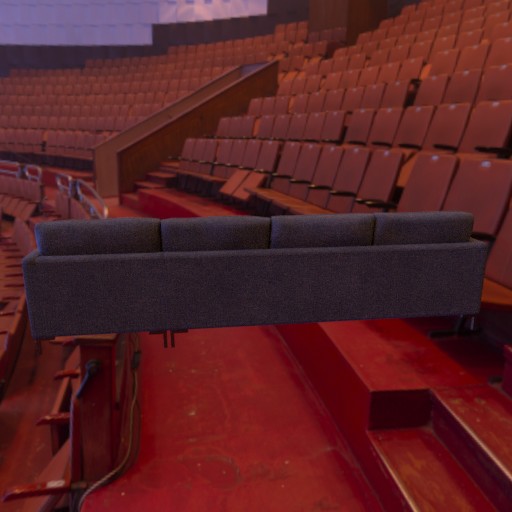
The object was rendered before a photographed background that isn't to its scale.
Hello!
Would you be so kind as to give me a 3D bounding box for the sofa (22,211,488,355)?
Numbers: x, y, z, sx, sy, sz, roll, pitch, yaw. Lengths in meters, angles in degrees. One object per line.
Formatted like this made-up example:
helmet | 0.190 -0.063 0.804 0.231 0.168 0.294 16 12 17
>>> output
sofa | 0.000 0.000 3.379 2.932 0.810 1.350 -2 15 -7
